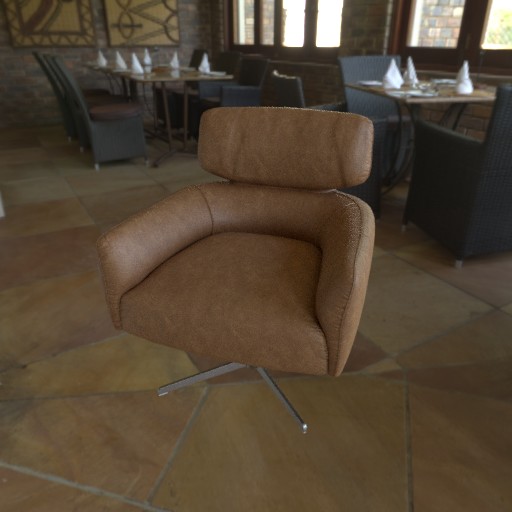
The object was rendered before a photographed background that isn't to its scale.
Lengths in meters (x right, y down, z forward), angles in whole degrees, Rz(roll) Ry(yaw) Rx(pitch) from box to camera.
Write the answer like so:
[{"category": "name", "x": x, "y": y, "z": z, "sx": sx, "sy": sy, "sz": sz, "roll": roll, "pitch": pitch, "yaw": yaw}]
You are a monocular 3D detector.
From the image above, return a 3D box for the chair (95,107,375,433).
[{"category": "chair", "x": 0.000, "y": 0.000, "z": 1.387, "sx": 0.706, "sy": 0.812, "sz": 0.715, "roll": 8, "pitch": 27, "yaw": 17}]
